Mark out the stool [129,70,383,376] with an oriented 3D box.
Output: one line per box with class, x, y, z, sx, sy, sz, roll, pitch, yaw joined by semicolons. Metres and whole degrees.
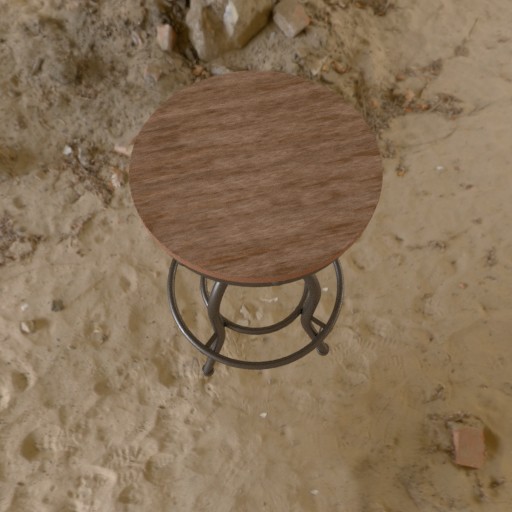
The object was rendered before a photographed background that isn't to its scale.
stool;0.000;0.000;0.887;0.439;0.609;0.439;32;69;14
